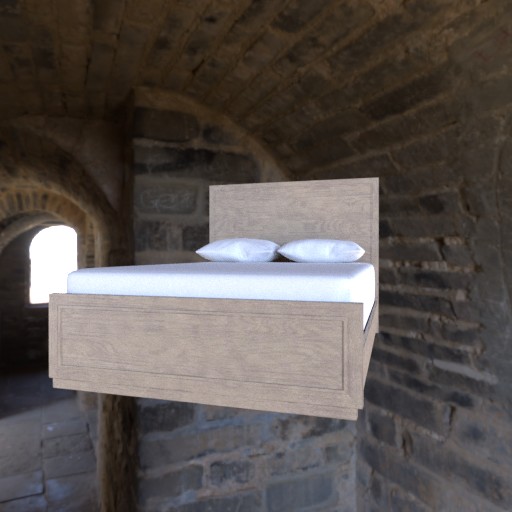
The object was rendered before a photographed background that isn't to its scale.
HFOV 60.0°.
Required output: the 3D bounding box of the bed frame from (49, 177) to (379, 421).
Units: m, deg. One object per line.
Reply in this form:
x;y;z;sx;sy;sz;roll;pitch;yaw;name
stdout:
0.000;0.000;3.131;1.606;1.369;2.189;0;0;17;bed frame
